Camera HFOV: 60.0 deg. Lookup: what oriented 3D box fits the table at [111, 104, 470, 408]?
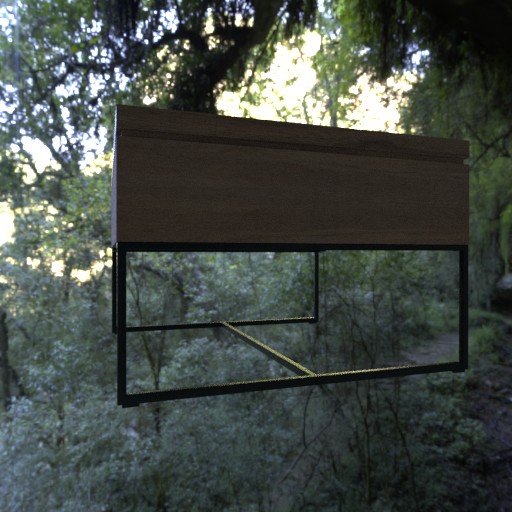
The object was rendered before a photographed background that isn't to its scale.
[{"bbox_3d":[0.000,0.000,1.101,0.676,0.464,0.679,0,0,-19],"label":"table"}]
